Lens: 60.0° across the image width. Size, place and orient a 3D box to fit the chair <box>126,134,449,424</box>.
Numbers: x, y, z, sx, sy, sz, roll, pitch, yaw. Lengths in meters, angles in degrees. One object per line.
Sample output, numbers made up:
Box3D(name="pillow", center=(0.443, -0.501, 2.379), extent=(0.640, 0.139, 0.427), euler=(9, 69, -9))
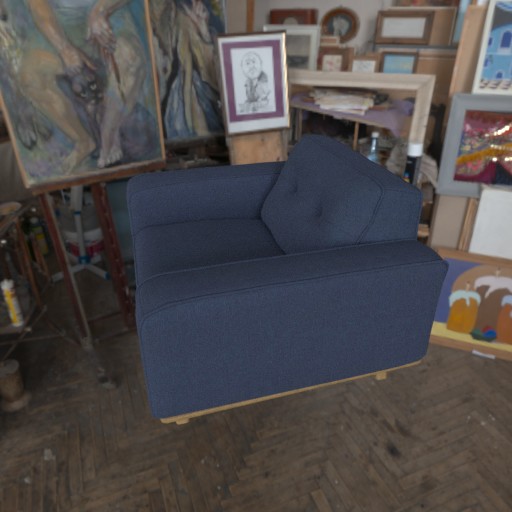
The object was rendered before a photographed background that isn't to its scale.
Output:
Box3D(name="chair", center=(0.000, 0.000, 1.779), extent=(0.953, 0.783, 1.118), euler=(-8, 30, -14))
